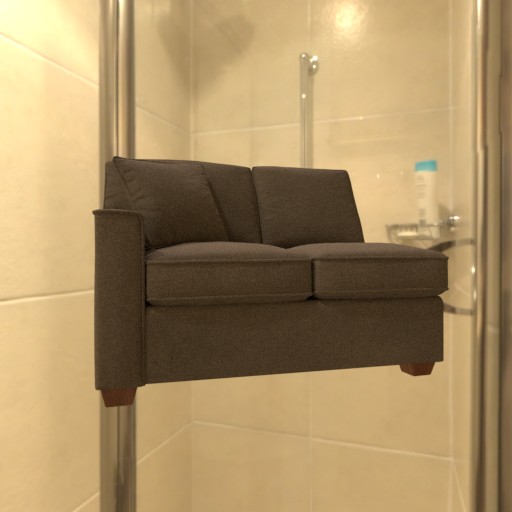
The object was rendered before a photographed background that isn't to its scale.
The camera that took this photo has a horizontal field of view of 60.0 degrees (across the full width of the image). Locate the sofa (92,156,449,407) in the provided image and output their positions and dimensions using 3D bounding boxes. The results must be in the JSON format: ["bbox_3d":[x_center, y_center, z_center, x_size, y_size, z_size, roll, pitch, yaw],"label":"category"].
[{"bbox_3d":[0.000,0.000,2.056,1.388,0.989,0.991,0,0,-18],"label":"sofa"}]
